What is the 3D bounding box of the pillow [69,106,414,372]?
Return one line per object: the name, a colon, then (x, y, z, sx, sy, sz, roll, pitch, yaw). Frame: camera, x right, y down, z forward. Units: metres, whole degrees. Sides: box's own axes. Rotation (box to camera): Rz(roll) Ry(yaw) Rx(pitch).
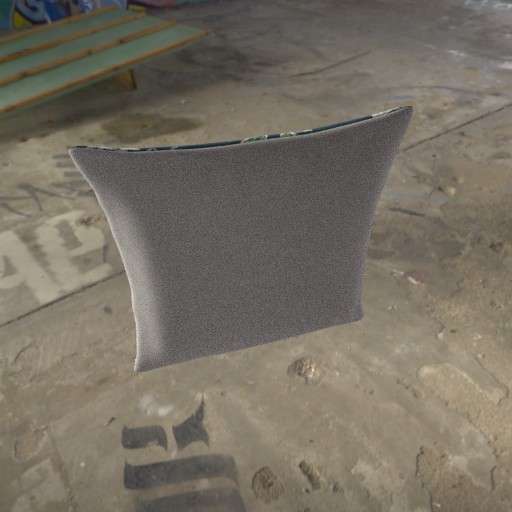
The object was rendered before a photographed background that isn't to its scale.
pillow: (0.000, 0.000, 0.813, 0.525, 0.508, 0.166, -11, 41, -13)
